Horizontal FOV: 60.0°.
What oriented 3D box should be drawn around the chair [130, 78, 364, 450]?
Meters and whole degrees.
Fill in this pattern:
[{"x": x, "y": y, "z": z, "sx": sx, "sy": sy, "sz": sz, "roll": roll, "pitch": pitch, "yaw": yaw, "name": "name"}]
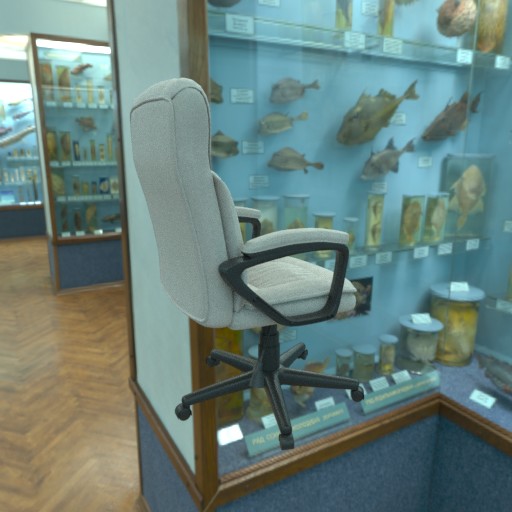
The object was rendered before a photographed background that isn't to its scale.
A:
[{"x": 0.000, "y": 0.000, "z": 1.552, "sx": 0.724, "sy": 1.105, "sz": 0.667, "roll": -7, "pitch": 15, "yaw": -27, "name": "chair"}]
